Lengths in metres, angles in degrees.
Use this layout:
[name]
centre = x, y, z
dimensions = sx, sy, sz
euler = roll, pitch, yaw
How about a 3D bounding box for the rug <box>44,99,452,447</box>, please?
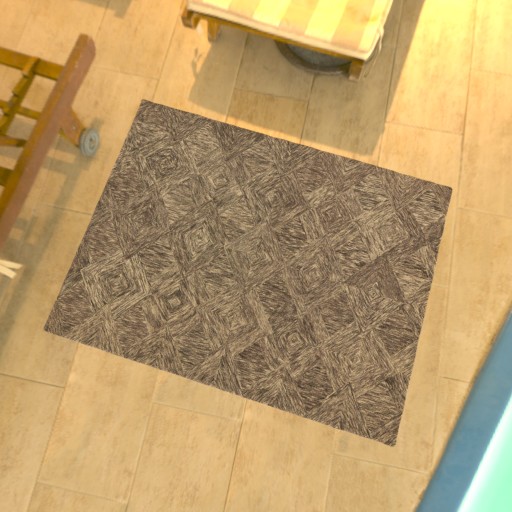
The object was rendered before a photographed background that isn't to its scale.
[rug]
centre = 0.000, 0.000, 4.095
dimensions = 3.204, 0.017, 2.448
euler = 17, 76, 4
